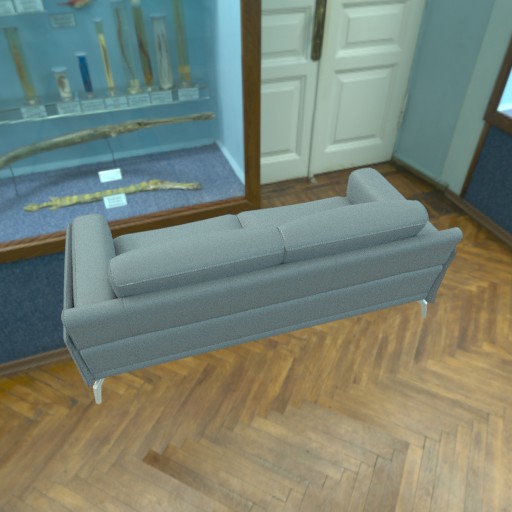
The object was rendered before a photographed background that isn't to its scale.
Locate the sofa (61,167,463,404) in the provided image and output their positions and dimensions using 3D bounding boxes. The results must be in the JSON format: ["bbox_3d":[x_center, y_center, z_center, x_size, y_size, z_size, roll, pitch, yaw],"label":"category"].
[{"bbox_3d":[0.000,0.000,2.602,2.100,0.900,0.969,-12,41,-13],"label":"sofa"}]
